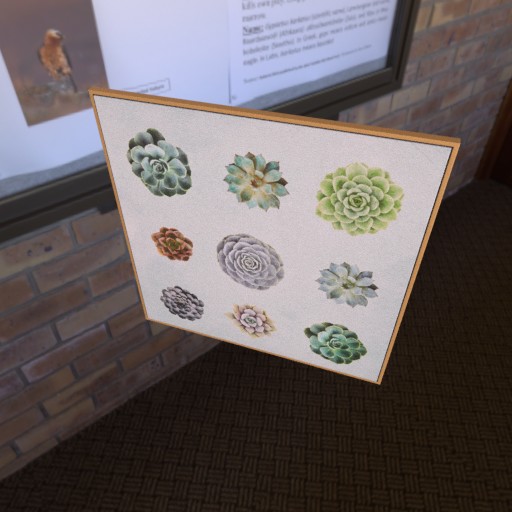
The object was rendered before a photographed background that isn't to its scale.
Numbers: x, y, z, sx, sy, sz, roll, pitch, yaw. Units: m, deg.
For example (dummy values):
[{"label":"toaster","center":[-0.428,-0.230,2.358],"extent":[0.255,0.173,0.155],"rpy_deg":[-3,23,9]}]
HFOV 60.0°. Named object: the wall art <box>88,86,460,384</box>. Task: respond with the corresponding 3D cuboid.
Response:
[{"label":"wall art","center":[0.000,0.000,0.675],"extent":[0.457,0.455,0.013],"rpy_deg":[13,43,14]}]
